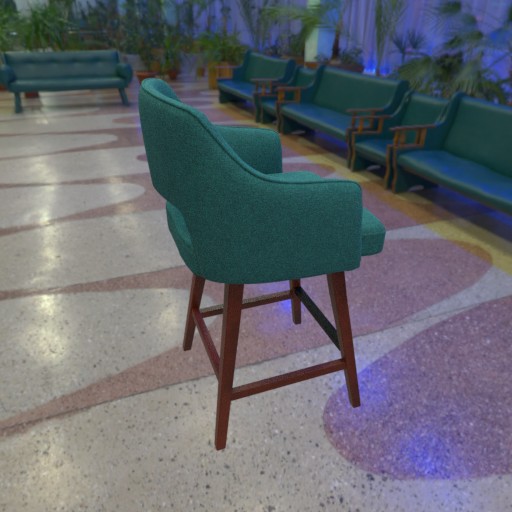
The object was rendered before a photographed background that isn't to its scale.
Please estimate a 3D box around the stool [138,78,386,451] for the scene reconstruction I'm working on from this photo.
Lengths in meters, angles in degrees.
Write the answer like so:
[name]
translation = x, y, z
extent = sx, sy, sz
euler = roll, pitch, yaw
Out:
[stool]
translation = 0.000, 0.000, 1.290
extent = 0.556, 0.961, 0.548
euler = -10, 31, -17
